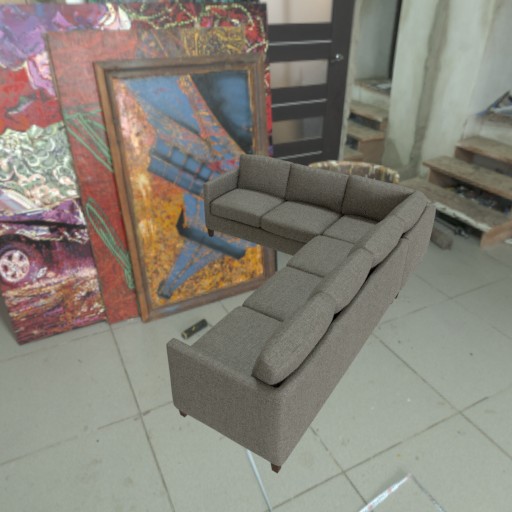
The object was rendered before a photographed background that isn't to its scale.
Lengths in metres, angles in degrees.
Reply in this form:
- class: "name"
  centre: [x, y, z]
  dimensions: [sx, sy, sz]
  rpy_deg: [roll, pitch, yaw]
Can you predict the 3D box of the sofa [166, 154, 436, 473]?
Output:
- class: "sofa"
  centre: [0.000, 0.000, 4.383]
  dimensions: [2.593, 0.947, 3.302]
  rpy_deg: [19, 35, 29]
